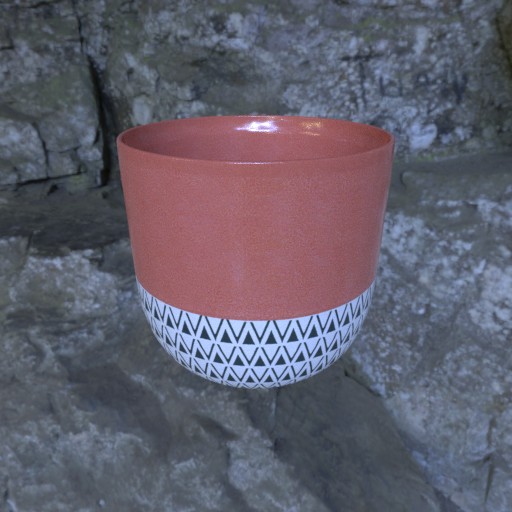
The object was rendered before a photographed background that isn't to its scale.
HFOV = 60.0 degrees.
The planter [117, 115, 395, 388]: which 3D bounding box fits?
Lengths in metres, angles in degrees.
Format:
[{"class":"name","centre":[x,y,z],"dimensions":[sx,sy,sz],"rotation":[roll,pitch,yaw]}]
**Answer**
[{"class":"planter","centre":[0.000,0.000,0.494],"dimensions":[0.266,0.270,0.266],"rotation":[0,25,0]}]
